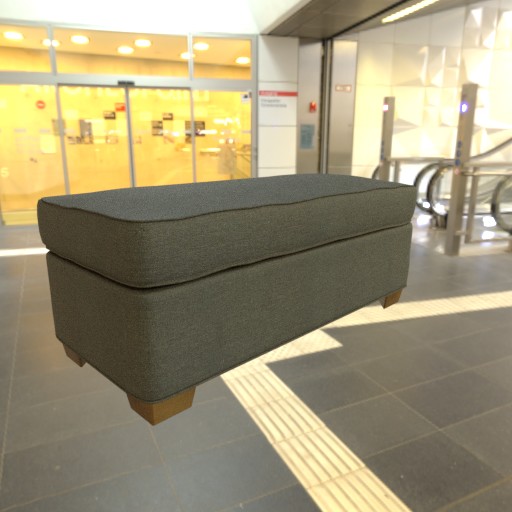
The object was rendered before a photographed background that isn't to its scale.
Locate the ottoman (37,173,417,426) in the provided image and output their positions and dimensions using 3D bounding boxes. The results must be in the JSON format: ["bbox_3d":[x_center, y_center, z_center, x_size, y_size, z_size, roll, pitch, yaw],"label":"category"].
[{"bbox_3d":[0.000,0.000,1.370,1.110,0.460,0.515,-14,20,-43],"label":"ottoman"}]
